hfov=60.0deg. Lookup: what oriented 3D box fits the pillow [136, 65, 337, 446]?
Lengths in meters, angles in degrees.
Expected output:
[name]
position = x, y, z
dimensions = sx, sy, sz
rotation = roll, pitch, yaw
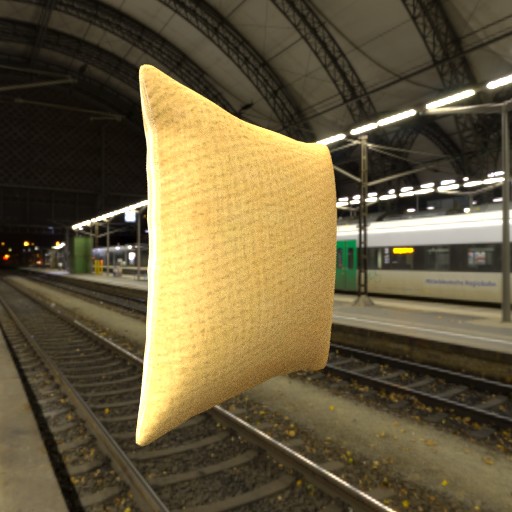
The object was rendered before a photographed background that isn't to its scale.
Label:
[pillow]
position = 0.000, 0.000, 0.638
dimensions = 0.173, 0.407, 0.419
rotation = 0, -1, 36
